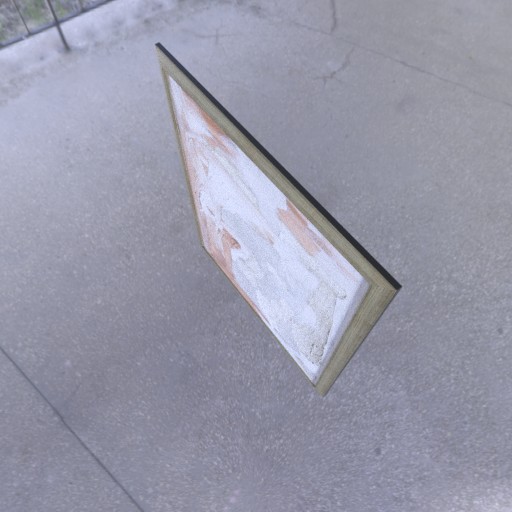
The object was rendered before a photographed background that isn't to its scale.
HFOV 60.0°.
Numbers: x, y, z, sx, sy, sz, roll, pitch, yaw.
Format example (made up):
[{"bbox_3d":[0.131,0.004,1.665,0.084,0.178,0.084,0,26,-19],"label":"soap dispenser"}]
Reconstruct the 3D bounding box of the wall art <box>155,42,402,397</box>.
[{"bbox_3d":[0.000,0.000,0.922,0.018,0.660,0.559,-34,67,-17],"label":"wall art"}]
